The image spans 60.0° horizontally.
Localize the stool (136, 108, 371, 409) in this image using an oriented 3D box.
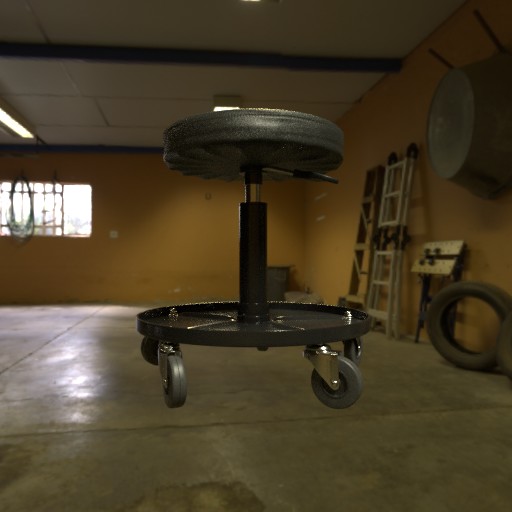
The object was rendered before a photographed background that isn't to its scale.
[{"bbox_3d":[0.000,0.000,0.671,0.382,0.365,0.381,0,0,36],"label":"stool"}]
